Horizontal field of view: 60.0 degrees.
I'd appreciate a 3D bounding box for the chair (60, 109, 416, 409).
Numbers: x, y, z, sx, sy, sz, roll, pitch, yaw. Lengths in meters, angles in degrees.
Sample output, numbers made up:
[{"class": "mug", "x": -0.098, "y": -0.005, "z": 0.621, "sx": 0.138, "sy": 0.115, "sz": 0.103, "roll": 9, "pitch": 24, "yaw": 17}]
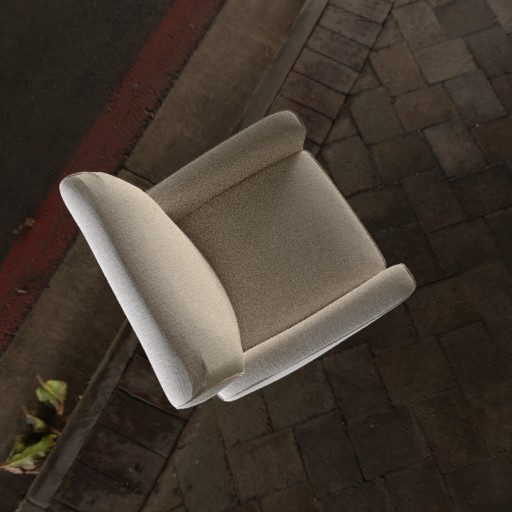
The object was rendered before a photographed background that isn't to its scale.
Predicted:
[{"class": "chair", "x": 0.000, "y": 0.000, "z": 1.619, "sx": 0.858, "sy": 1.028, "sz": 0.841, "roll": -31, "pitch": 77, "yaw": -8}]
